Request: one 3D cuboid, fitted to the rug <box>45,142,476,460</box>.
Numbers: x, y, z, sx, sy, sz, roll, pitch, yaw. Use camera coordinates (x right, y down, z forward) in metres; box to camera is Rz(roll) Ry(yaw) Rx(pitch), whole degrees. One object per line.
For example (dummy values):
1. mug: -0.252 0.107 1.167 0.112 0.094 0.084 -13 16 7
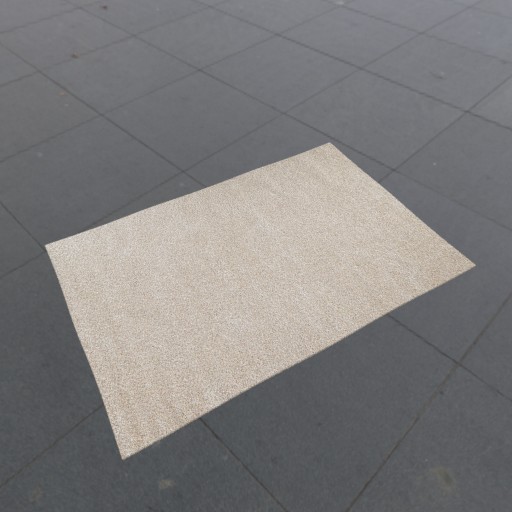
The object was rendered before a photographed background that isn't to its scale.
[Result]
1. rug: 0.000 0.000 3.336 2.699 0.025 1.800 -24 53 -19
